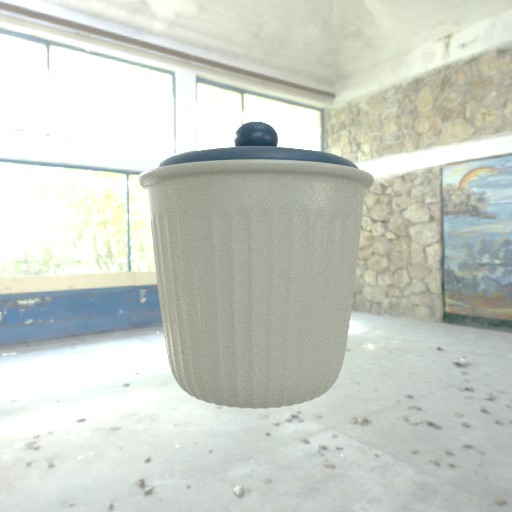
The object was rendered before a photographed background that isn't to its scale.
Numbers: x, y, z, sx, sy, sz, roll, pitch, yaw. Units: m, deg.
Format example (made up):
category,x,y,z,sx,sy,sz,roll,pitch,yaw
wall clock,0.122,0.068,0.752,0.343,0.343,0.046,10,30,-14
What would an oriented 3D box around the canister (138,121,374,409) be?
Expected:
category,x,y,z,sx,sy,sz,roll,pitch,yaw
canister,0.000,0.000,0.353,0.181,0.211,0.181,0,1,0
